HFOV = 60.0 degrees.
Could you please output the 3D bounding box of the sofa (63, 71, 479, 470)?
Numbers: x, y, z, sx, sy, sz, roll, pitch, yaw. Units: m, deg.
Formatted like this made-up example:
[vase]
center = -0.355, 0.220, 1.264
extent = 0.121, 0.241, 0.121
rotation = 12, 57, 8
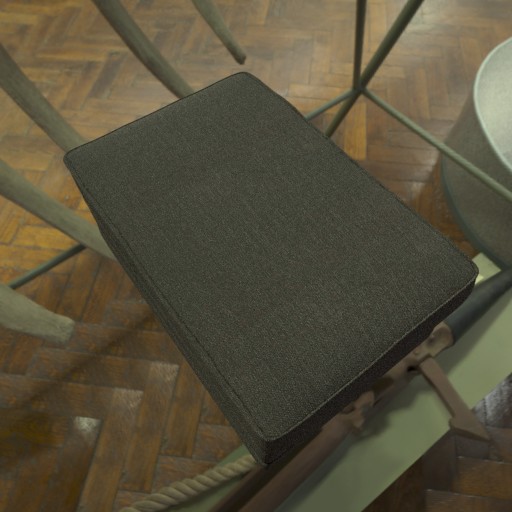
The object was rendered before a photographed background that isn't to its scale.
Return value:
[sofa]
center = 0.000, 0.000, 1.170
extent = 0.578, 0.457, 0.854
rotation = -33, 64, -18
